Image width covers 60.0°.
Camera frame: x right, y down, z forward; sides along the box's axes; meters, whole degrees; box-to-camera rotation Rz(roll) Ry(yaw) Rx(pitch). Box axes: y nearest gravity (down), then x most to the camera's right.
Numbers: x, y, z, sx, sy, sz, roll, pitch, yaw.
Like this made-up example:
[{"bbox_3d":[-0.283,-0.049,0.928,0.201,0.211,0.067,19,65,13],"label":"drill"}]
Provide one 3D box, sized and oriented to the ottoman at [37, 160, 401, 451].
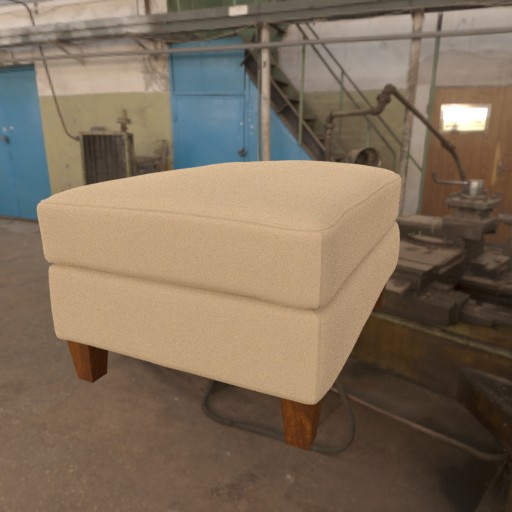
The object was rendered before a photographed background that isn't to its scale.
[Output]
[{"bbox_3d":[0.000,0.000,1.164,0.634,0.485,0.818,8,18,24],"label":"ottoman"}]
